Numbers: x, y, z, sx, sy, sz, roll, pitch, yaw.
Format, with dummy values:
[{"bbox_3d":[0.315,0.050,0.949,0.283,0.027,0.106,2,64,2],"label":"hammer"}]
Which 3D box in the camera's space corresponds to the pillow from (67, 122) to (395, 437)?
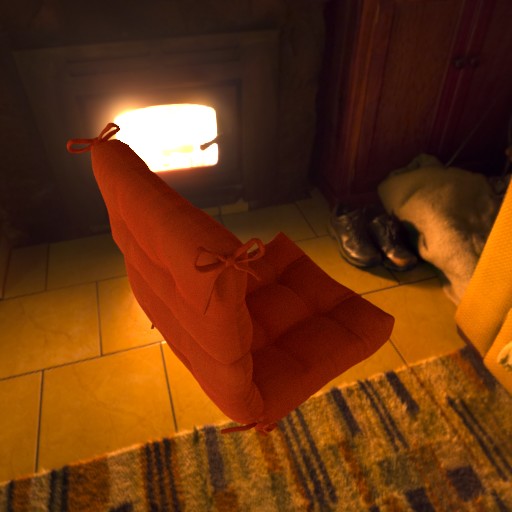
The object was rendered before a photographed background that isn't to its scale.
[{"bbox_3d":[0.000,0.000,1.025,0.571,0.605,0.519,-26,47,-28],"label":"pillow"}]
